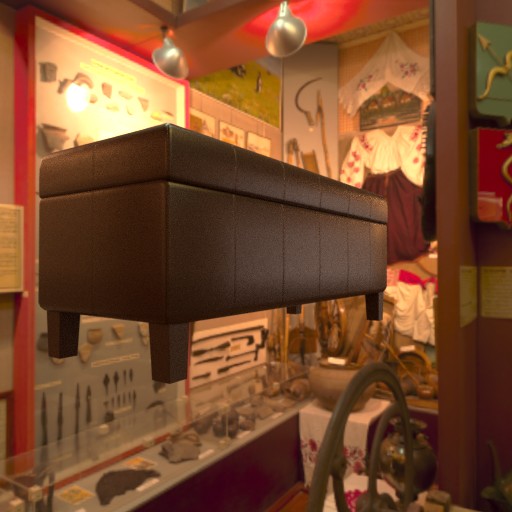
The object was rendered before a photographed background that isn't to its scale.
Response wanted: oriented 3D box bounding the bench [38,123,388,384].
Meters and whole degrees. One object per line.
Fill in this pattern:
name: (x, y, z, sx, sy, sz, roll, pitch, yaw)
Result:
bench: (0.000, 0.000, 1.307, 0.429, 0.457, 1.092, -1, -1, 36)
